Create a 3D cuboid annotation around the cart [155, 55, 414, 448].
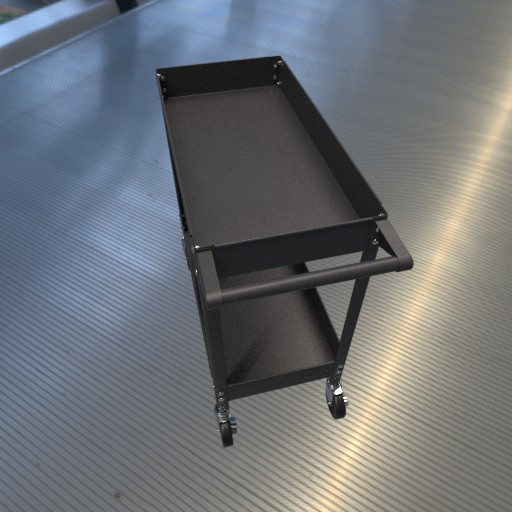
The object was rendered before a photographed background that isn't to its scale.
[{"bbox_3d":[0.000,0.000,1.182,0.366,0.719,0.779,-10,48,-10],"label":"cart"}]
